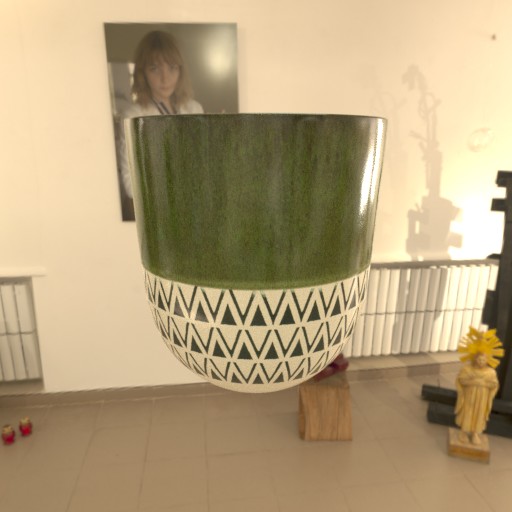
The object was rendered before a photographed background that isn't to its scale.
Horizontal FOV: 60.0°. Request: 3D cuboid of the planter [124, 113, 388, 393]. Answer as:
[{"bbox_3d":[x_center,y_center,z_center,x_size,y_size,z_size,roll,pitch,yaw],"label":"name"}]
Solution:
[{"bbox_3d":[0.000,0.000,0.461,0.245,0.270,0.245,0,15,0],"label":"planter"}]
